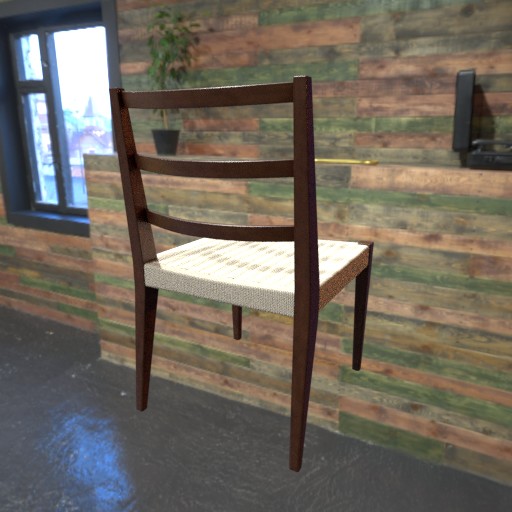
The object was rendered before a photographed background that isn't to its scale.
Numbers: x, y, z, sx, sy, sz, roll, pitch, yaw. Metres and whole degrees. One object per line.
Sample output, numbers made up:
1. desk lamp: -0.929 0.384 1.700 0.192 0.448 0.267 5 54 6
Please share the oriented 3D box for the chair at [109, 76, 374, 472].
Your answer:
1. chair: 0.000 0.000 1.169 0.480 0.813 0.551 9 18 28
